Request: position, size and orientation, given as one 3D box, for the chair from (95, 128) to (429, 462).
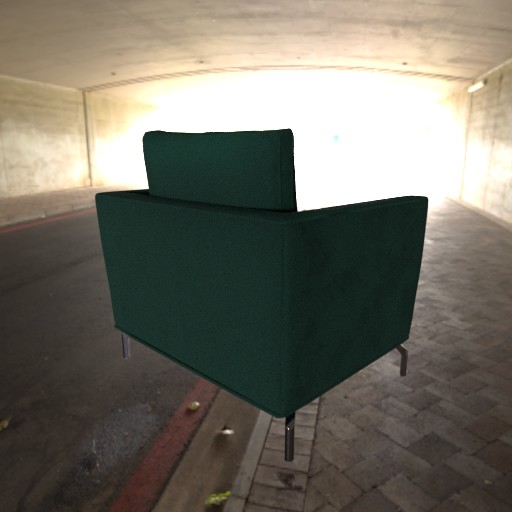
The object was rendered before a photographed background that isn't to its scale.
[{"bbox_3d":[0.000,0.000,1.808,1.047,0.997,0.852,13,19,43],"label":"chair"}]
